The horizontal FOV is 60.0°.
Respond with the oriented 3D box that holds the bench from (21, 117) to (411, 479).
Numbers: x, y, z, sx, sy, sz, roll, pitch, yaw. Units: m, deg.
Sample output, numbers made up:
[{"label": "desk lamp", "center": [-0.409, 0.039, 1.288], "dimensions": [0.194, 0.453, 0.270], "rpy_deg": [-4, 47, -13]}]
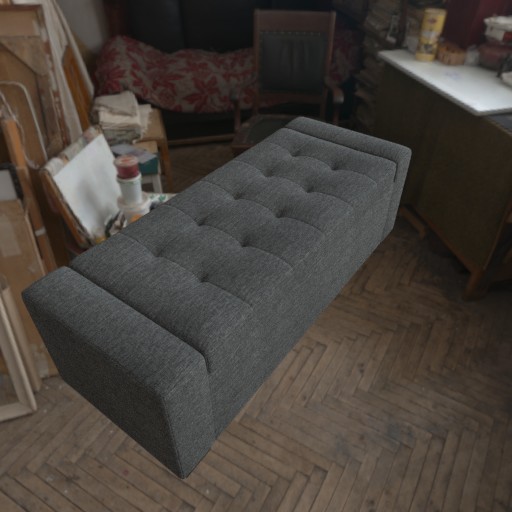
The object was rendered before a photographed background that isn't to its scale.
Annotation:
[{"label": "bench", "center": [0.000, 0.000, 1.500], "dimensions": [0.508, 0.445, 1.296], "rpy_deg": [26, 47, 27]}]
